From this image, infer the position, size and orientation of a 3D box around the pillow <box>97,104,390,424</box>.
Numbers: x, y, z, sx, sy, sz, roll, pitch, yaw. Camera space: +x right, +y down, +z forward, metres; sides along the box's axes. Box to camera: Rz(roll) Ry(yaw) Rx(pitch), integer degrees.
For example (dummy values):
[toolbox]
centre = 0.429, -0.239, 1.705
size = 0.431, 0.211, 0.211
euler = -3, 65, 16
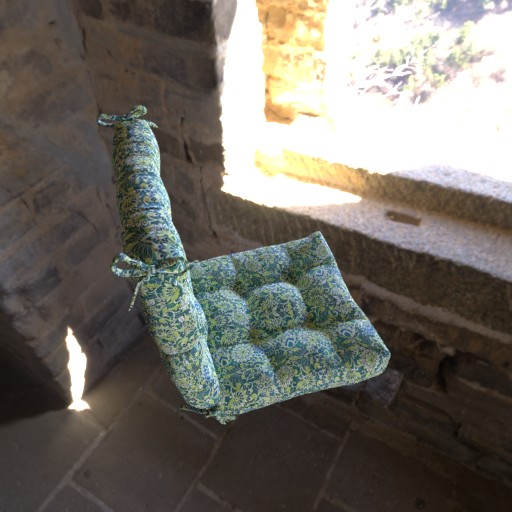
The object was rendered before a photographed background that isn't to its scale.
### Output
[pillow]
centre = 0.000, 0.000, 1.035
size = 0.571, 0.605, 0.519
euler = -12, 47, -11
